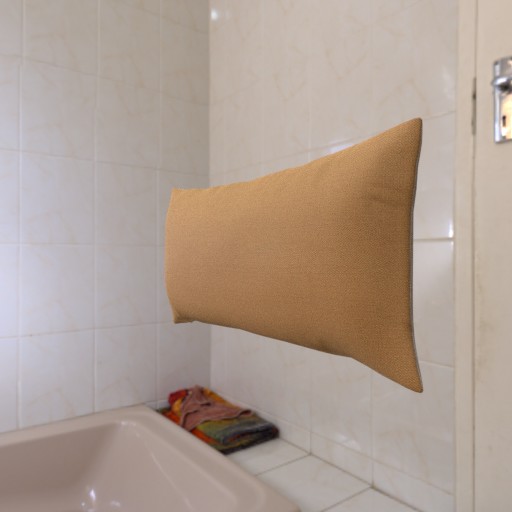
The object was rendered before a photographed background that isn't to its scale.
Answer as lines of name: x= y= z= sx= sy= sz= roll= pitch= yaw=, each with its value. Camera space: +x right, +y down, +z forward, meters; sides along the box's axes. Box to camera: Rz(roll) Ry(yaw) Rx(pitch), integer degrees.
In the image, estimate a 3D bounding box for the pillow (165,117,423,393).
pillow: x=0.000 y=0.000 z=0.714 sx=0.151 sy=0.291 sz=0.608 roll=0 pitch=0 yaw=-36
